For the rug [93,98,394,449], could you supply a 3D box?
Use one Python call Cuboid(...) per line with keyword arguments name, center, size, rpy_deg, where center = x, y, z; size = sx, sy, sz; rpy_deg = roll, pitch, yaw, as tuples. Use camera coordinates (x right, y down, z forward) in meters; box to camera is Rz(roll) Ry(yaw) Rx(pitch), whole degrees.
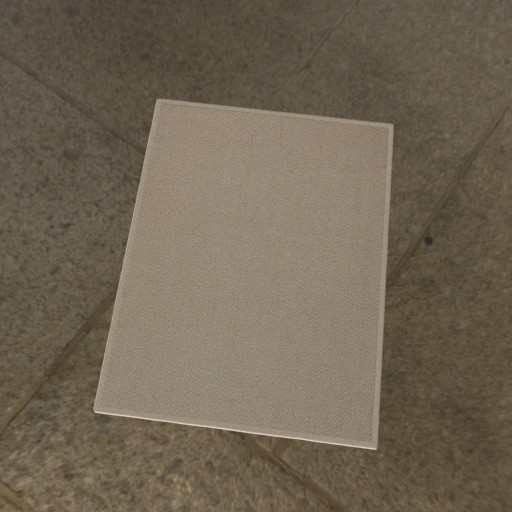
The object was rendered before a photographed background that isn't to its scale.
Cuboid(name="rug", center=(0.000, 0.000, 4.095), size=(2.407, 0.020, 3.051), rpy_deg=(7, 76, 2))
